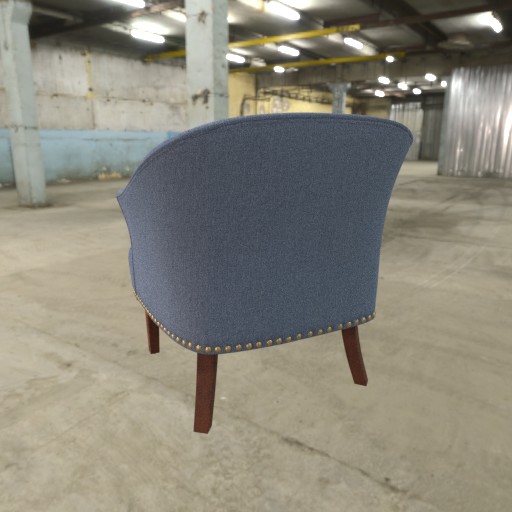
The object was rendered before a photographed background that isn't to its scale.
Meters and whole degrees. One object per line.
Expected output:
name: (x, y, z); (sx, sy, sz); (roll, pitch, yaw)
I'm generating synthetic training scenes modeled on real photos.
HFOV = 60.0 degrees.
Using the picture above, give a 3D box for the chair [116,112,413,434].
chair: (0.000, 0.000, 1.392); (0.772, 0.815, 0.704); (-7, 15, -25)
